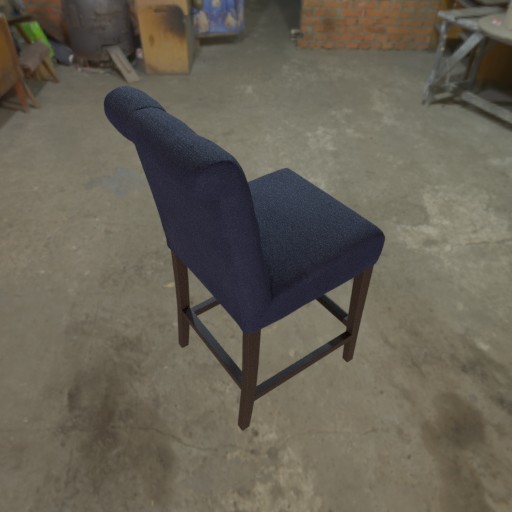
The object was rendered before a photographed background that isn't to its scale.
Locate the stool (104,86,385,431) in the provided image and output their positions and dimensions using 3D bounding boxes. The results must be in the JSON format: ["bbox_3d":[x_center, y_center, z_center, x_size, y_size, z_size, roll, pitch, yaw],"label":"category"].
[{"bbox_3d":[0.000,0.000,1.356,0.601,1.010,0.493,-25,47,-26],"label":"stool"}]
